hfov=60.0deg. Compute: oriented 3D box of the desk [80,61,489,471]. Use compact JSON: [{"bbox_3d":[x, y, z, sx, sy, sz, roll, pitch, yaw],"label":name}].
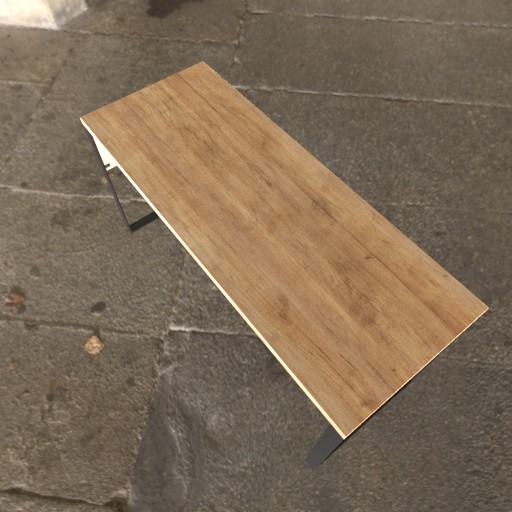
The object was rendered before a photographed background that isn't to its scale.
[{"bbox_3d":[0.000,0.000,1.874,0.600,0.760,1.520,-33,64,-19],"label":"desk"}]
